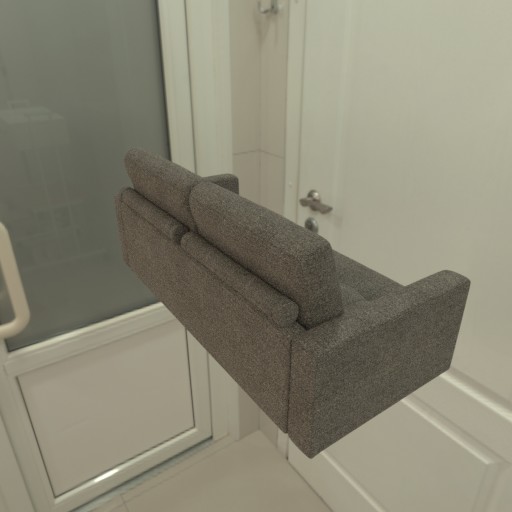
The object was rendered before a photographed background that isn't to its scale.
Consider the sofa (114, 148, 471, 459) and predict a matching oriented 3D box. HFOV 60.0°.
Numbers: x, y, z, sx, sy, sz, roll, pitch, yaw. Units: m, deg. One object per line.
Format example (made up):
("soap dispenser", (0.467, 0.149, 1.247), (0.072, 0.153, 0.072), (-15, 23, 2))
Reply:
("sofa", (0.000, 0.000, 2.274), (0.863, 0.902, 1.821), (-17, 32, -31))
